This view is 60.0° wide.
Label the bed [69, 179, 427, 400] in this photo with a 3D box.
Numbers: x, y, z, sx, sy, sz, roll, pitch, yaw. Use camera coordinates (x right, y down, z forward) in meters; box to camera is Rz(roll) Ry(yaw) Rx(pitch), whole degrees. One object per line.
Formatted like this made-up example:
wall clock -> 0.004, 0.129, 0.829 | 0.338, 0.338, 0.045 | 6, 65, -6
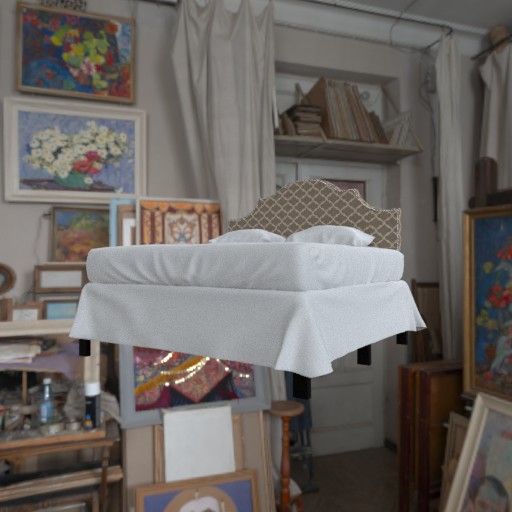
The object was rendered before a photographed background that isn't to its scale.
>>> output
bed -> 0.000, 0.000, 3.800 | 2.314, 1.601, 2.222 | -1, -1, 34
